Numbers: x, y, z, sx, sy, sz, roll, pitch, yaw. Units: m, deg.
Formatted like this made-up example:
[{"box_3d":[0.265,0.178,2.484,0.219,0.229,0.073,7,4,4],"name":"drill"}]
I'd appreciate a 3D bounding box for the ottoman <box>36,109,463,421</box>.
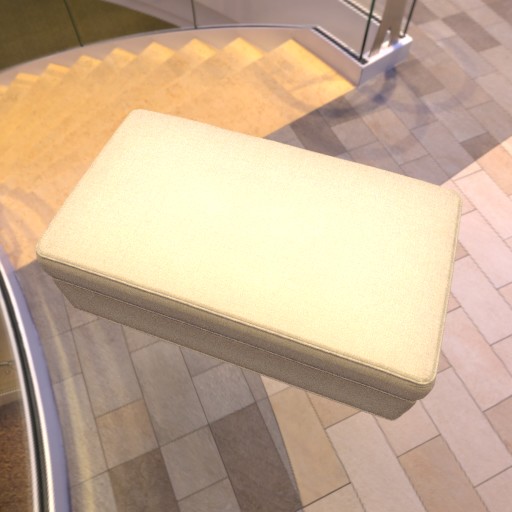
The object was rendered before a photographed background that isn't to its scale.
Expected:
[{"box_3d":[0.000,0.000,1.396,1.097,0.461,0.617,17,61,10],"name":"ottoman"}]
